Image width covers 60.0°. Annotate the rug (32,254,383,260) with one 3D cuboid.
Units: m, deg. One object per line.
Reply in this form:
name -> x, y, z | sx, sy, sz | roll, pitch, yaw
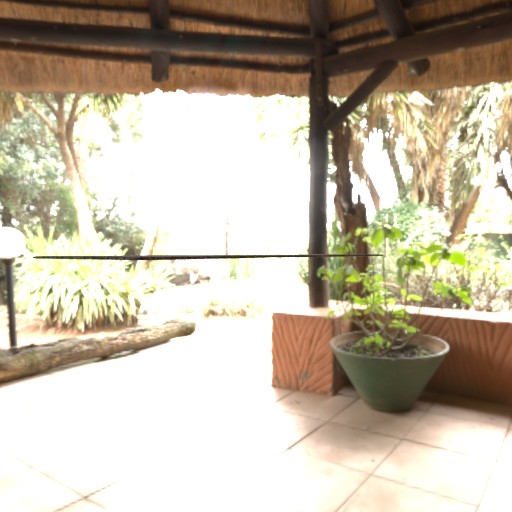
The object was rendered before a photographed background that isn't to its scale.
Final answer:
rug -> 0.000, 0.000, 2.616 | 0.719, 0.013, 2.305 | 0, 1, 36
